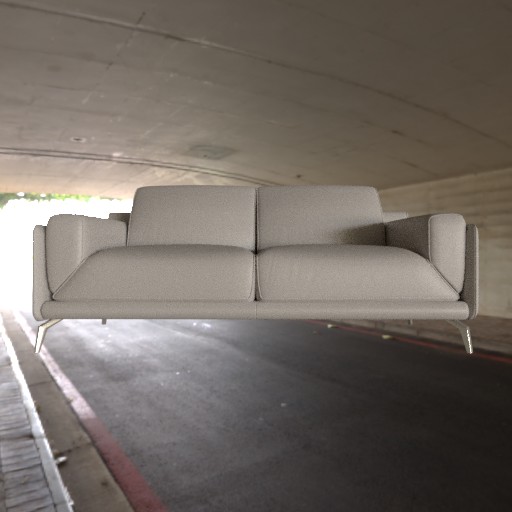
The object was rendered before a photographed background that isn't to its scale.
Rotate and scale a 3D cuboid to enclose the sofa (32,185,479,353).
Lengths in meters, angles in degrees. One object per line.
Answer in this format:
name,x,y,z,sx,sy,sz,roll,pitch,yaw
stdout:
sofa,0.000,0.000,2.509,2.101,0.930,1.049,0,0,0
